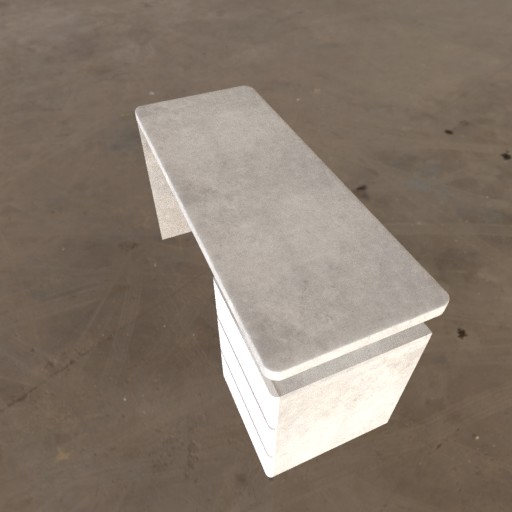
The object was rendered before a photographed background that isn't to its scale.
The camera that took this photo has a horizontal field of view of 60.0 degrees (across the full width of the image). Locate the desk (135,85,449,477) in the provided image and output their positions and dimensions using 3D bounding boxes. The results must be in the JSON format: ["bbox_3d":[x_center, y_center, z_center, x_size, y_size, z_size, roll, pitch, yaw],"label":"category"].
[{"bbox_3d":[0.000,0.000,1.817,0.550,0.755,1.400,-18,49,-16],"label":"desk"}]
